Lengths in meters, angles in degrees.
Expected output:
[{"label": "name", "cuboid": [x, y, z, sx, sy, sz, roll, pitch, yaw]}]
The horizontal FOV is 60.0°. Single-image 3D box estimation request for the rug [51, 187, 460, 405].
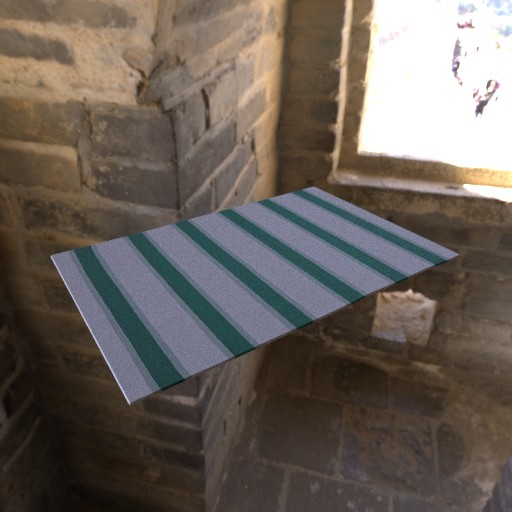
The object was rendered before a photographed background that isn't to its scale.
[{"label": "rug", "cuboid": [0.000, 0.000, 2.372, 1.829, 0.012, 1.210, -18, 35, -29]}]
